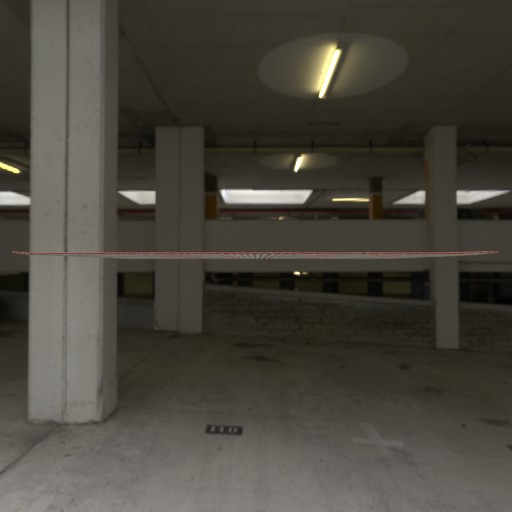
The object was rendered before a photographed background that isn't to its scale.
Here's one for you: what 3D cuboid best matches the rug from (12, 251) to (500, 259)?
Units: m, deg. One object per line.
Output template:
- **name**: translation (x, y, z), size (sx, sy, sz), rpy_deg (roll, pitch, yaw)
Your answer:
- **rug**: translation (0.000, 0.000, 4.025), size (3.086, 0.030, 2.489), rpy_deg (0, -1, 0)
